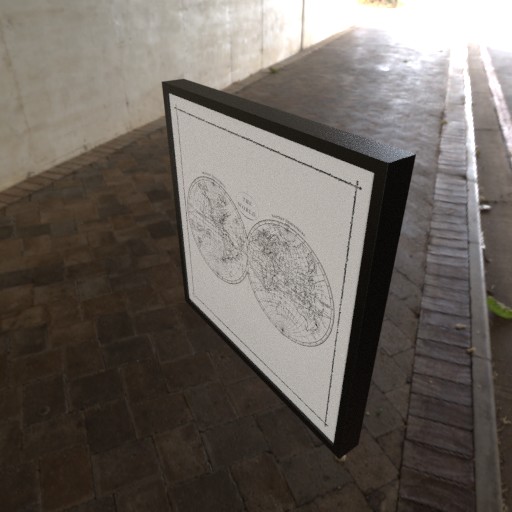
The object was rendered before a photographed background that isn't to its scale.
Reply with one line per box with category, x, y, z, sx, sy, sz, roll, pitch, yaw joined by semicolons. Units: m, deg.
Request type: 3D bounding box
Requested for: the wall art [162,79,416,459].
wall art;0.000;0.000;0.490;0.029;0.318;0.327;-21;38;-30
